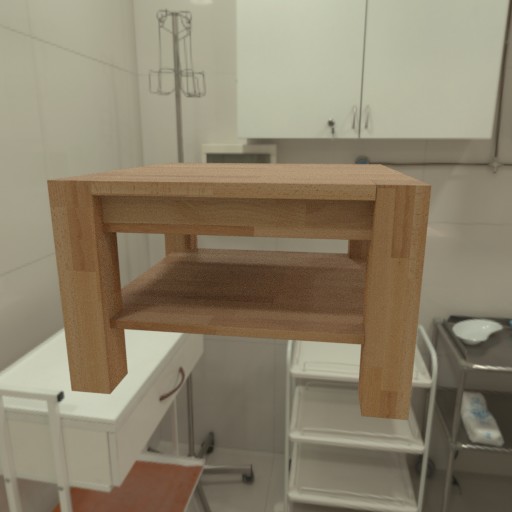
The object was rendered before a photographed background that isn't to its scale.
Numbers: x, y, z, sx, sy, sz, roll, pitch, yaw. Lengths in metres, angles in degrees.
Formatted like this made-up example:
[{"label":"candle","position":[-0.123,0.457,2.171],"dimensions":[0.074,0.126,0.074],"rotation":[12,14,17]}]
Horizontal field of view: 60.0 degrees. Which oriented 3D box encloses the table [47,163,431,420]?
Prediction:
[{"label":"table","position":[0.000,0.000,1.184],"dimensions":[0.700,0.451,0.700],"rotation":[2,15,8]}]
